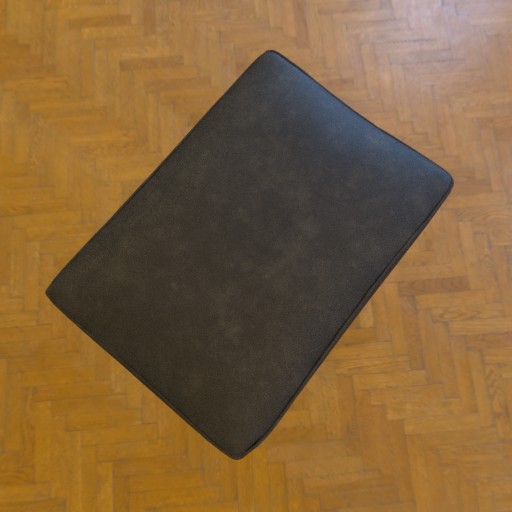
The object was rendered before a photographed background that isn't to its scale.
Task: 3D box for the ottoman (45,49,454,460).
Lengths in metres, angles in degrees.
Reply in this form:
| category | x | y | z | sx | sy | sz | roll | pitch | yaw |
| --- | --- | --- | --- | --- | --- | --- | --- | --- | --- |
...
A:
| category | x | y | z | sx | sy | sz | roll | pitch | yaw |
| --- | --- | --- | --- | --- | --- | --- | --- | --- | --- |
| ottoman | 0.000 | 0.000 | 0.975 | 0.501 | 0.413 | 0.665 | 38 | 80 | 8 |
